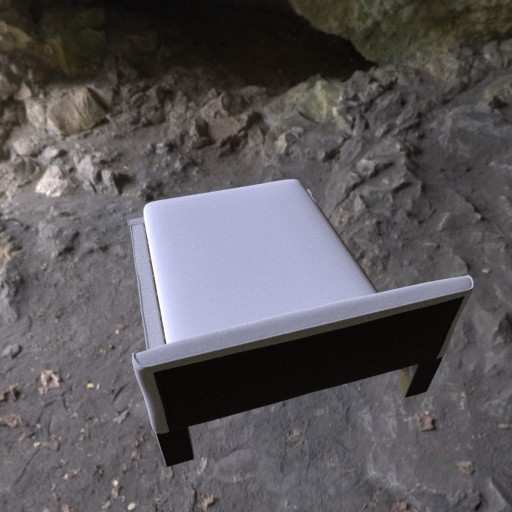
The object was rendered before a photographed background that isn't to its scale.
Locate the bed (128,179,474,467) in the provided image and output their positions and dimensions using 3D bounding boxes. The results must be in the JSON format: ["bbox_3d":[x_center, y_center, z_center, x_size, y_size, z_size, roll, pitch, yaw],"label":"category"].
[{"bbox_3d":[0.000,0.000,3.342,1.840,1.067,2.368,-11,43,-12],"label":"bed"}]
